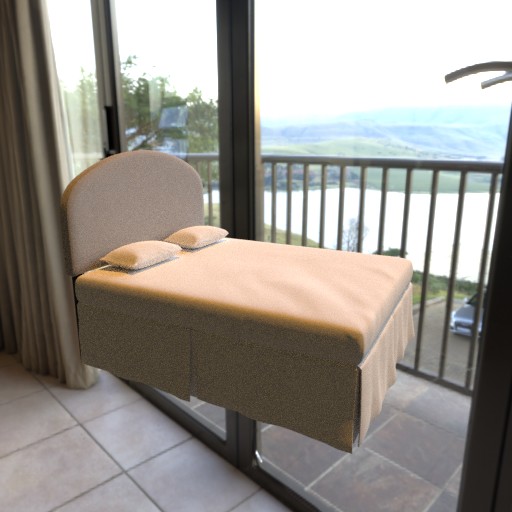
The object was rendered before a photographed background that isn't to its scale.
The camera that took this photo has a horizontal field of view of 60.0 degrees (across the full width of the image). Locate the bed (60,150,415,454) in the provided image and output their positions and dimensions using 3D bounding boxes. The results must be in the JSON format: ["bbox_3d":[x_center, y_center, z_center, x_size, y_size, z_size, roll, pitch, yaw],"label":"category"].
[{"bbox_3d":[0.000,0.000,3.073,2.005,1.410,1.607,7,16,27],"label":"bed"}]
